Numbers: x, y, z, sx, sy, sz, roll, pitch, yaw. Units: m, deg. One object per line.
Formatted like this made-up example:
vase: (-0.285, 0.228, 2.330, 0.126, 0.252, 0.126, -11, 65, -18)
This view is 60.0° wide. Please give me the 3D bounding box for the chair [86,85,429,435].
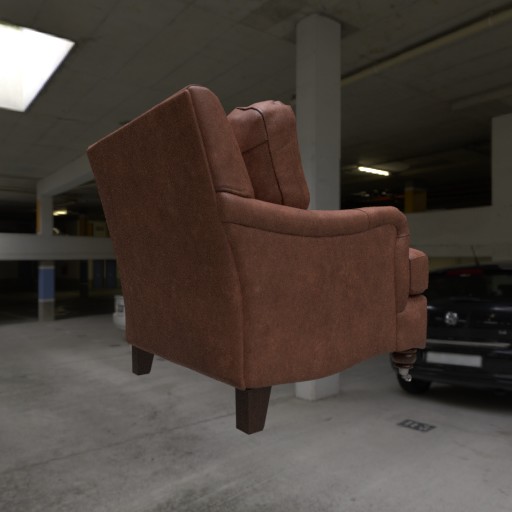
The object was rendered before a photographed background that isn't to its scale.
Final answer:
chair: (0.000, 0.000, 1.878, 1.158, 1.055, 0.986, 0, 0, -38)
